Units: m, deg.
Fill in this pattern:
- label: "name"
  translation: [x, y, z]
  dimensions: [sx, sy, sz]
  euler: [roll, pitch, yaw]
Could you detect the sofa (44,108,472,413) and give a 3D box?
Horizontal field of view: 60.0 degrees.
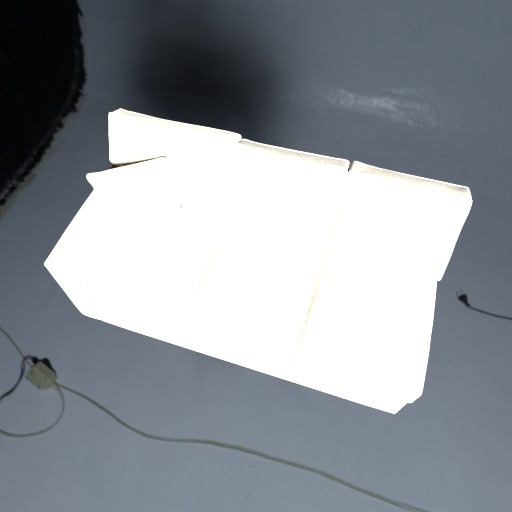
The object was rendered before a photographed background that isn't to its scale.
- label: "sofa"
  translation: [0.000, 0.000, 2.467]
  dimensions: [1.962, 0.946, 1.034]
  euler: [15, 59, 10]
